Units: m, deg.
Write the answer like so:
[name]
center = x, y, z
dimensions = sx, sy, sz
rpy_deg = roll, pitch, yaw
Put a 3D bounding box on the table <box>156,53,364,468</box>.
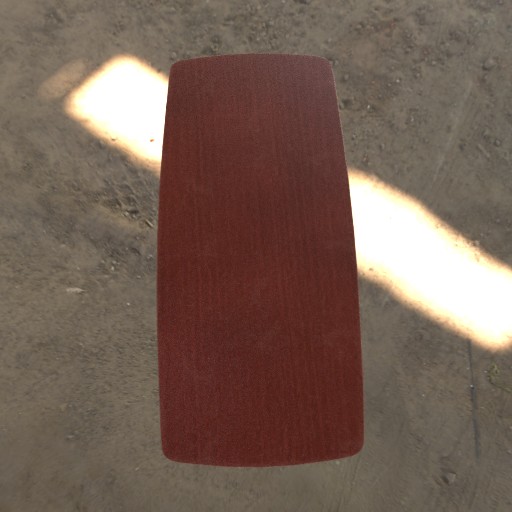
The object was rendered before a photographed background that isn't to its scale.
[table]
center = 0.000, 0.000, 1.487
dimensions = 0.561, 0.473, 1.216
rpy_deg = -2, 75, 0
